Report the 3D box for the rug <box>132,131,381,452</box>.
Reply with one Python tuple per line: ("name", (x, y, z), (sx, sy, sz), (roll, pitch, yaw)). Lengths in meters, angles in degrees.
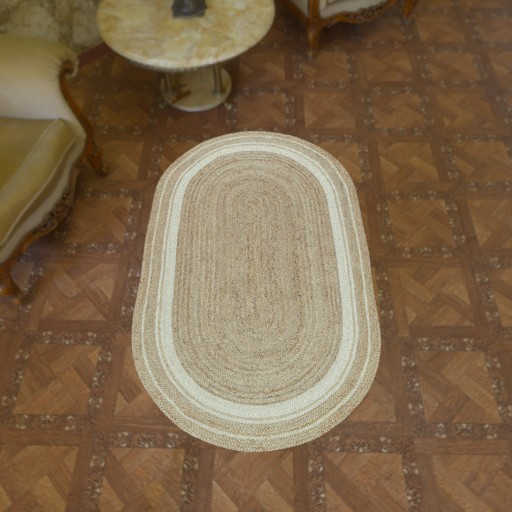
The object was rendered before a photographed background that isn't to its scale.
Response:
("rug", (0.000, 0.000, 2.974), (1.520, 0.006, 2.432), (0, 57, 0))
